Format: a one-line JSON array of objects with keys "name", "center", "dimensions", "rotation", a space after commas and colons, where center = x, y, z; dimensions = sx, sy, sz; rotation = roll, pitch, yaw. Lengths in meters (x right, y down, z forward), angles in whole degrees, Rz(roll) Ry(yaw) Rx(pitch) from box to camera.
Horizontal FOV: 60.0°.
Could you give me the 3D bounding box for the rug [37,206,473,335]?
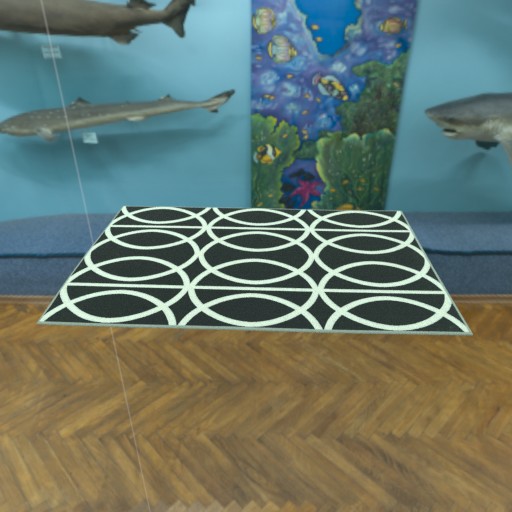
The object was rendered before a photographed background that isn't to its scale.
[{"name": "rug", "center": [0.000, 0.000, 2.961], "dimensions": [2.290, 0.014, 1.526], "rotation": [1, 30, 2]}]
